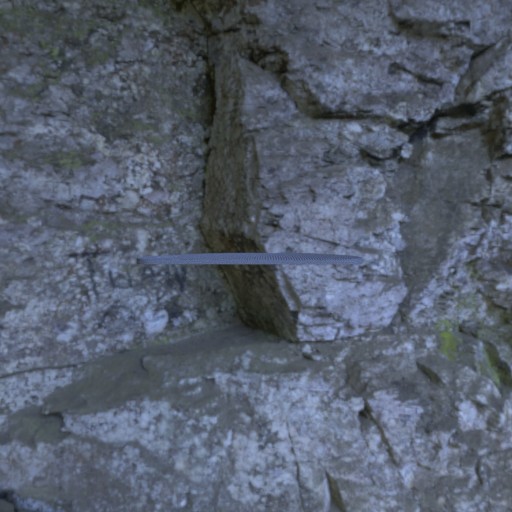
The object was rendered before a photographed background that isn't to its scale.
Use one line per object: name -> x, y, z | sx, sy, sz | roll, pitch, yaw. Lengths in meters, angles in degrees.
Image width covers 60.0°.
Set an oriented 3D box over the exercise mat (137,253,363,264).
exercise mat -> 0.000, 0.000, 2.087 | 0.616, 0.021, 1.884 | 0, 1, 1
